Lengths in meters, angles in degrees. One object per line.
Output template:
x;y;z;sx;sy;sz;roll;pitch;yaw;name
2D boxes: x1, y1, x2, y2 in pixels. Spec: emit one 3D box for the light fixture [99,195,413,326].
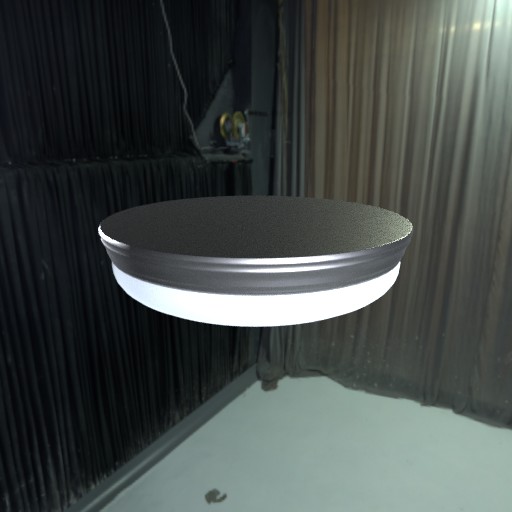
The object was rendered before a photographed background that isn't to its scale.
0.000;0.000;0.560;0.368;0.100;0.368;0;16;0;light fixture
